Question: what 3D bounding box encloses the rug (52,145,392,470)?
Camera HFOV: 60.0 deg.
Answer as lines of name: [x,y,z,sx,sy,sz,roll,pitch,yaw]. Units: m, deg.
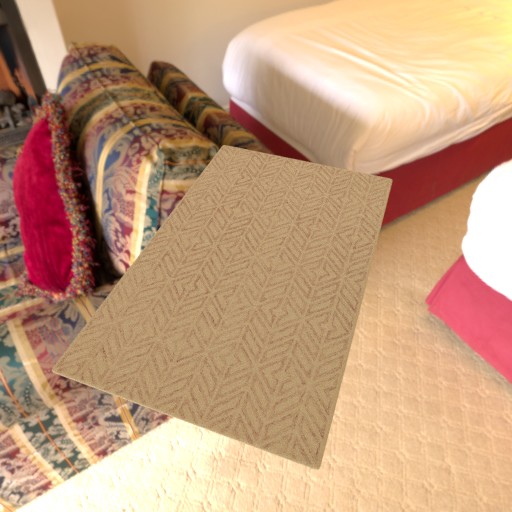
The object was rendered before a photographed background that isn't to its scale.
rug: [0.000,0.000,3.057,1.523,0.008,2.438,15,48,14]
